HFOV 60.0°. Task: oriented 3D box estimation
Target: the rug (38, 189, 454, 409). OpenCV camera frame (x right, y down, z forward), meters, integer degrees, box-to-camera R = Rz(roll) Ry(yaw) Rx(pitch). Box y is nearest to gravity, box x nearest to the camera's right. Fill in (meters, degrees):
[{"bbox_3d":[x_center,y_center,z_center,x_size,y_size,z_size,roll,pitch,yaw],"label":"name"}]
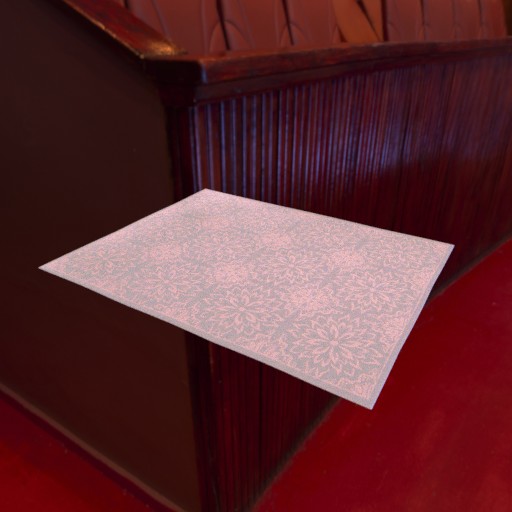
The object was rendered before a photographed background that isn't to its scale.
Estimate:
[{"bbox_3d":[0.000,0.000,4.032,2.980,0.012,2.363,17,32,28],"label":"rug"}]
